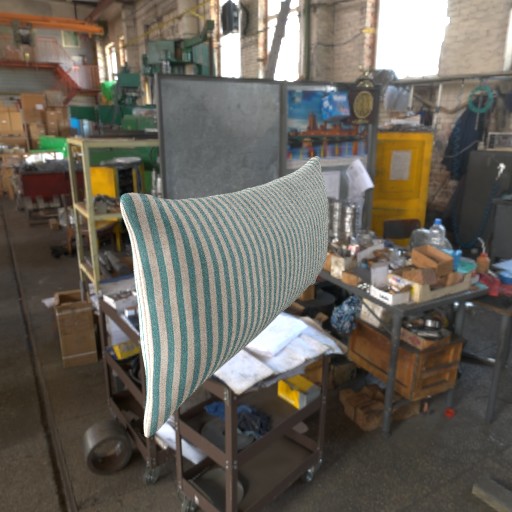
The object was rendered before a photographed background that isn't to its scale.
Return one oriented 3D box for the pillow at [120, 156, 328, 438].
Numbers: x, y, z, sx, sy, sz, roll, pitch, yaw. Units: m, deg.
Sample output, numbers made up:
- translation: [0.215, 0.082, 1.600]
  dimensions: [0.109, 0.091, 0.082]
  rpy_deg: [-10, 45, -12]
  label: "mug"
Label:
- translation: [0.000, 0.000, 0.751]
  dimensions: [0.151, 0.295, 0.617]
  rpy_deg: [8, 19, 25]
  label: "pillow"
